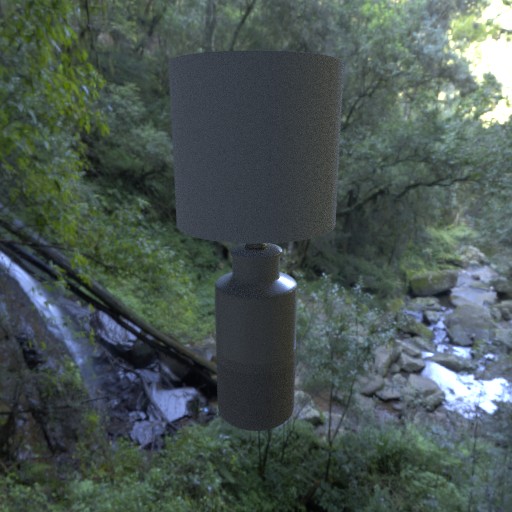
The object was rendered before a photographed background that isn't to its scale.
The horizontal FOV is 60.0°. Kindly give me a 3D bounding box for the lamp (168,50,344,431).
[{"bbox_3d":[0.000,0.000,0.615,0.212,0.493,0.212,-15,22,-40],"label":"lamp"}]
